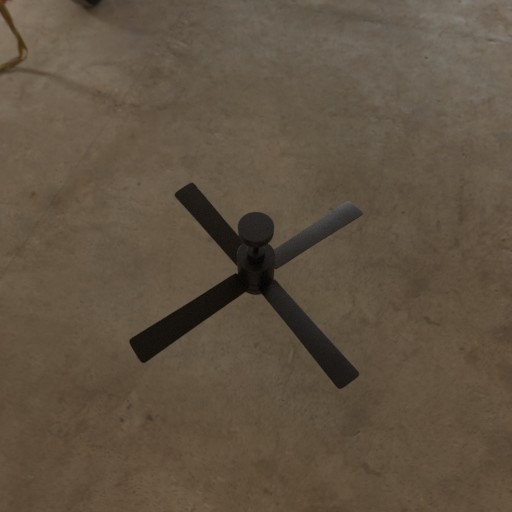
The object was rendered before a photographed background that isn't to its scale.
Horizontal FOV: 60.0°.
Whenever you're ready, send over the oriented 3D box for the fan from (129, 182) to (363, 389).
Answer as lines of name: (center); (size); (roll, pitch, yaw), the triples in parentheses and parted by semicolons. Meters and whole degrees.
fan: (0.000, 0.000, 2.312); (1.525, 0.534, 1.525); (-32, 64, -18)
